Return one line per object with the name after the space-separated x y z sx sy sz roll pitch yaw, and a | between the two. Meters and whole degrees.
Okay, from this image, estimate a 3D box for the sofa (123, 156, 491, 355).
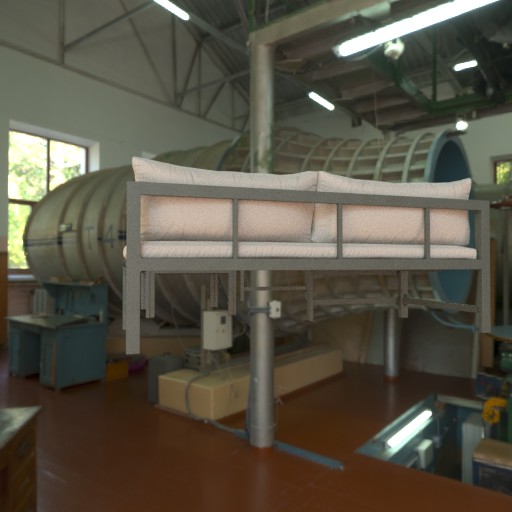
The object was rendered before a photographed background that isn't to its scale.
0.000 0.000 2.846 1.658 0.758 2.096 0 -1 -18 | sofa
